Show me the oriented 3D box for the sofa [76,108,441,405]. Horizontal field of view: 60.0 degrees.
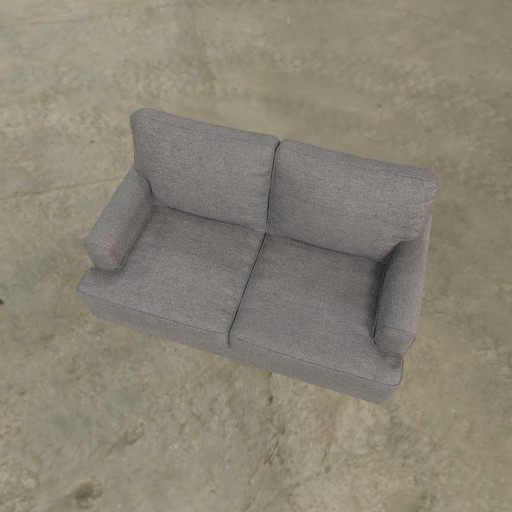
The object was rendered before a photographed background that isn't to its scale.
[{"bbox_3d":[0.000,0.000,2.282,1.651,0.965,0.965,15,59,9],"label":"sofa"}]
